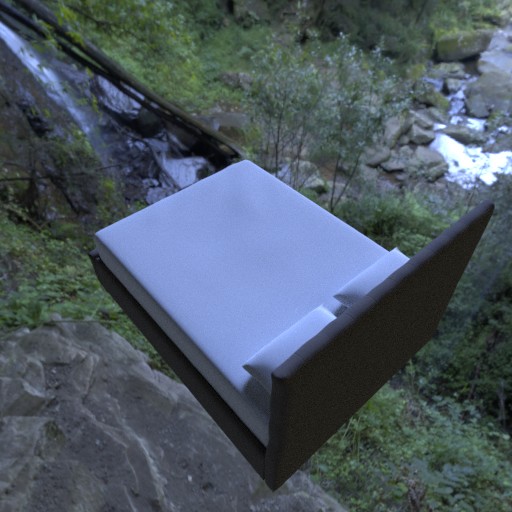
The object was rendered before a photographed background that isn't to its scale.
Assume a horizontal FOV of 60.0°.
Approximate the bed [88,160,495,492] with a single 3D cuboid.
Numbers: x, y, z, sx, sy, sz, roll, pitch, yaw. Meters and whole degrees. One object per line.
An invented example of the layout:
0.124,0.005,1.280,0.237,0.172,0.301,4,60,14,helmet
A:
0.000,0.000,3.182,1.696,1.426,2.233,-32,54,-27,bed
